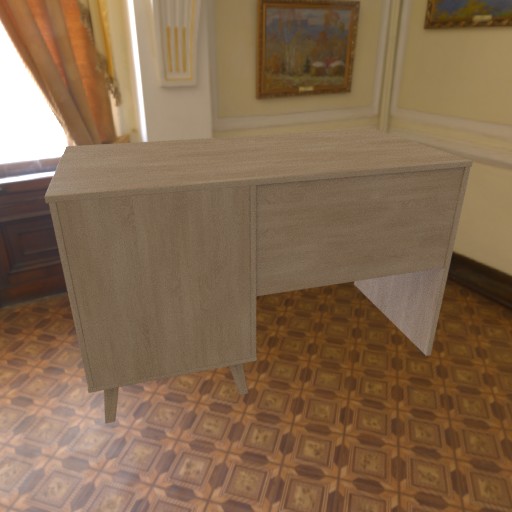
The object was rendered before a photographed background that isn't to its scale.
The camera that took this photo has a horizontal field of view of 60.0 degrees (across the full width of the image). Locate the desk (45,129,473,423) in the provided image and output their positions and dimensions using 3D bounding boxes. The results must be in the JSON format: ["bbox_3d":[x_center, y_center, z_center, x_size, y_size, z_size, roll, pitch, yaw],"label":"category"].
[{"bbox_3d":[0.000,0.000,1.663,1.251,0.770,0.600,-7,27,-15],"label":"desk"}]
